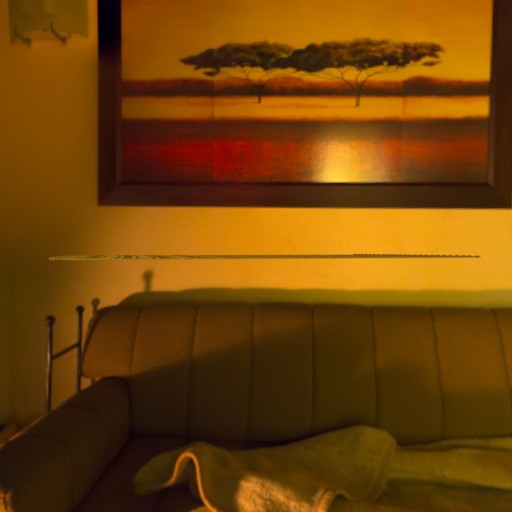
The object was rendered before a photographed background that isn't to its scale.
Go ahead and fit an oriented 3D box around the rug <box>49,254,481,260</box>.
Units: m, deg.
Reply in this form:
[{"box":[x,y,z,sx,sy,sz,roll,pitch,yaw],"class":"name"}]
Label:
[{"box":[0.000,0.000,2.365,1.875,0.013,1.162,0,1,-16],"class":"rug"}]
